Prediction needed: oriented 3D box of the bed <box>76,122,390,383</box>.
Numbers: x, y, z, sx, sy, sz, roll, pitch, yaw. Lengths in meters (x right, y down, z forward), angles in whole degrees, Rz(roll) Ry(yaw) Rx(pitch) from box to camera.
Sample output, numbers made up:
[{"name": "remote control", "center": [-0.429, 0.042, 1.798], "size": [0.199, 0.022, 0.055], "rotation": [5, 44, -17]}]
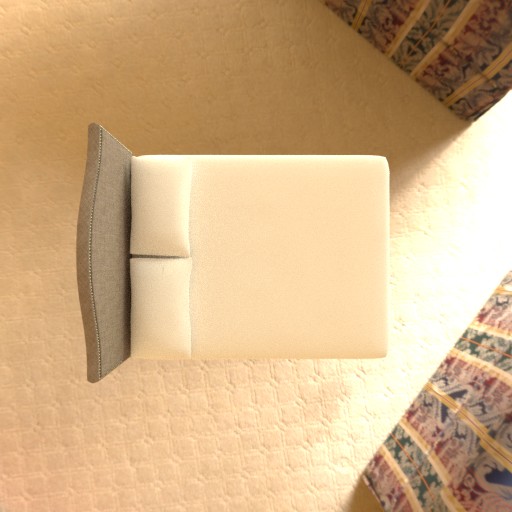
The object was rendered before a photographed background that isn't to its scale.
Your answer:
[{"name": "bed", "center": [0.000, 0.000, 3.354], "size": [2.153, 1.518, 1.713], "rotation": [0, 89, 0]}]
